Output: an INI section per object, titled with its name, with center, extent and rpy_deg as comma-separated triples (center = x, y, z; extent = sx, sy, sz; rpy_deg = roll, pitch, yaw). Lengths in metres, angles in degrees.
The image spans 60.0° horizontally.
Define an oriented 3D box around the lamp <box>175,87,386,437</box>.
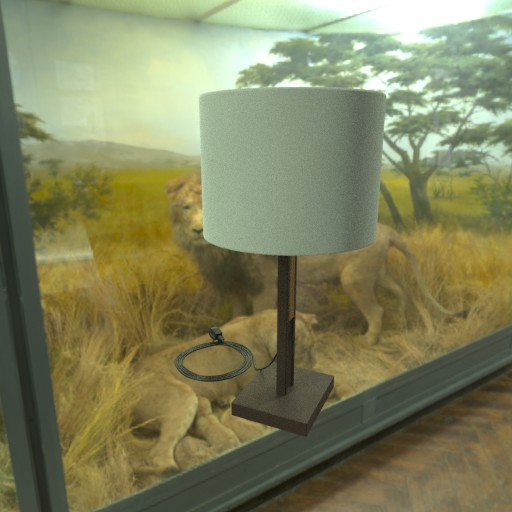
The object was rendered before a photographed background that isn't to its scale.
[lamp]
center = 0.000, 0.000, 0.998
extent = 0.525, 0.668, 0.396
rpy_deg = 7, 17, 24
